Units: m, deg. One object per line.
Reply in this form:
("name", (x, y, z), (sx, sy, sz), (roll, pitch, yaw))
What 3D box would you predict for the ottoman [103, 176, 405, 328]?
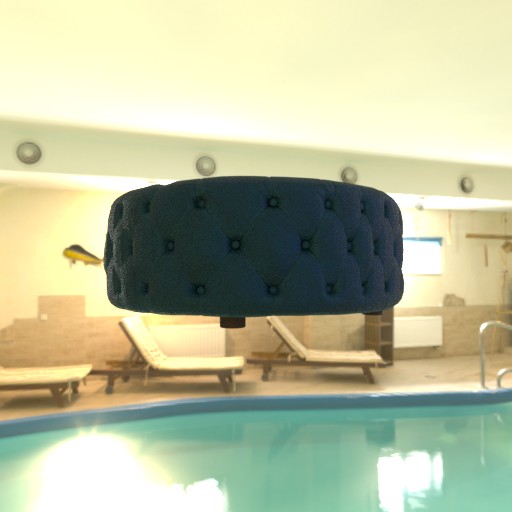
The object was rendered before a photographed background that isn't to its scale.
("ottoman", (0.000, 0.000, 1.559), (0.998, 0.398, 0.998), (0, -2, 0))
